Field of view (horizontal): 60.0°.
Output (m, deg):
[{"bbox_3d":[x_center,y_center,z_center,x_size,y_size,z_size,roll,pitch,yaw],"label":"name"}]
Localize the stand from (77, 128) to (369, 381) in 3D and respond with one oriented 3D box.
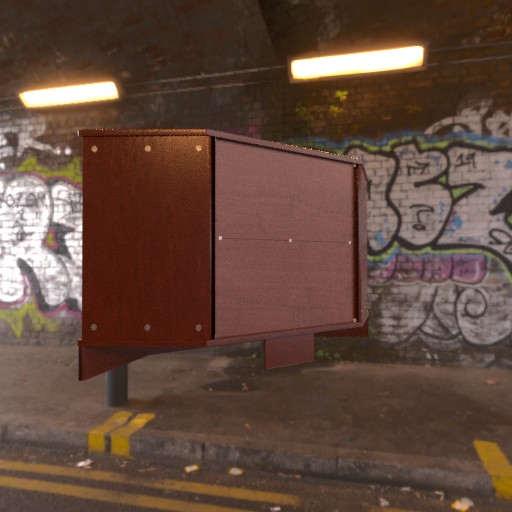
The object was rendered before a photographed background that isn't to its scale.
[{"bbox_3d":[0.000,0.000,1.394,1.072,0.614,0.381,0,-1,-36],"label":"stand"}]
